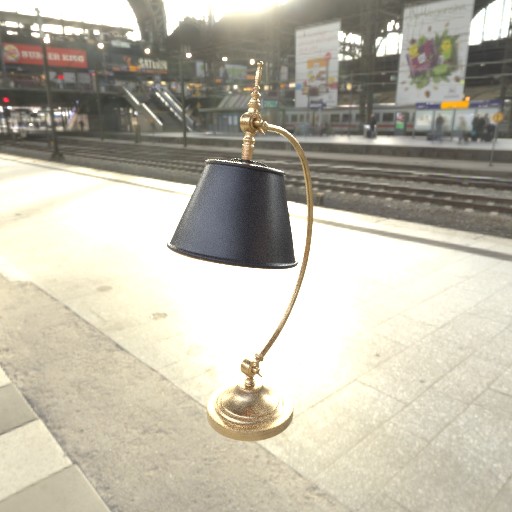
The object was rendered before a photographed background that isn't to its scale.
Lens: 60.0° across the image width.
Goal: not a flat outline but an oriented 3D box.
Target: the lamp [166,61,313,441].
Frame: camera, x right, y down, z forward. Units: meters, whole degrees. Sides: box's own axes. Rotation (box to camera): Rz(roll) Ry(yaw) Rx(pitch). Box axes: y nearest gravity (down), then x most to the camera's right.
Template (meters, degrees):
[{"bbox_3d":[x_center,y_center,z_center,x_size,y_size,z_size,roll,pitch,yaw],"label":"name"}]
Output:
[{"bbox_3d":[0.000,0.000,0.832,0.235,0.675,0.344,16,23,42],"label":"lamp"}]
